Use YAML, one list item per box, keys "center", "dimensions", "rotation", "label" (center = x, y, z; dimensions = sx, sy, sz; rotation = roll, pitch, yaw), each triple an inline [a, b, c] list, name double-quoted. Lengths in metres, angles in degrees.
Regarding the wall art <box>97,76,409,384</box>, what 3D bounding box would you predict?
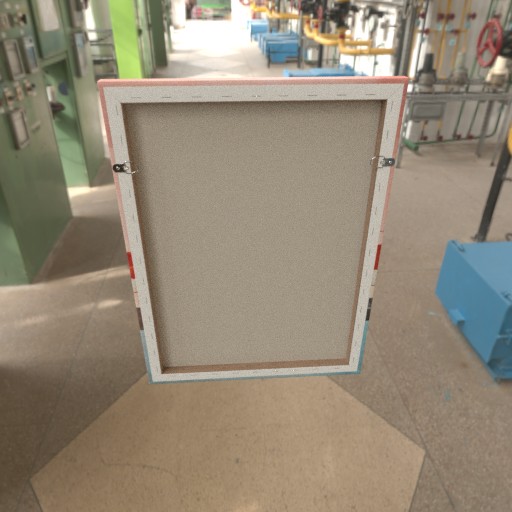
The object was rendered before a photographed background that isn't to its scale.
- center: [0.000, 0.000, 1.351]
  dimensions: [0.761, 1.016, 0.039]
  rotation: [-2, 31, -3]
  label: "wall art"
